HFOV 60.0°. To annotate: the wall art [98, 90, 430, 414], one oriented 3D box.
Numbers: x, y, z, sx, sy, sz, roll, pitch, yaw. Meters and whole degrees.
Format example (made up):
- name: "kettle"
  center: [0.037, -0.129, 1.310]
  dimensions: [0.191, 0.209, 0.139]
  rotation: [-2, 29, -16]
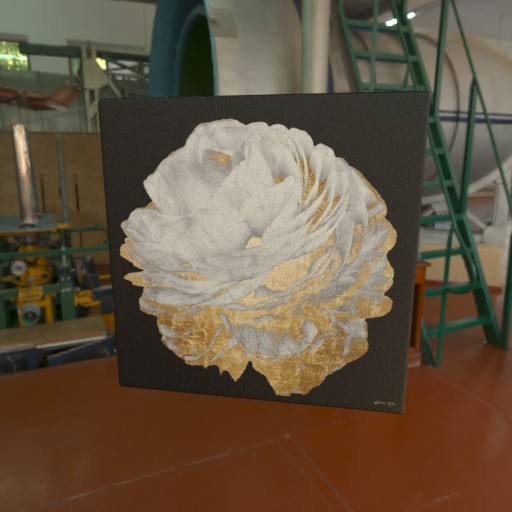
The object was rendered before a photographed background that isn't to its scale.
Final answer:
- name: "wall art"
  center: [0.000, 0.000, 0.597]
  dimensions: [0.406, 0.407, 0.041]
  rotation: [2, 13, 10]
